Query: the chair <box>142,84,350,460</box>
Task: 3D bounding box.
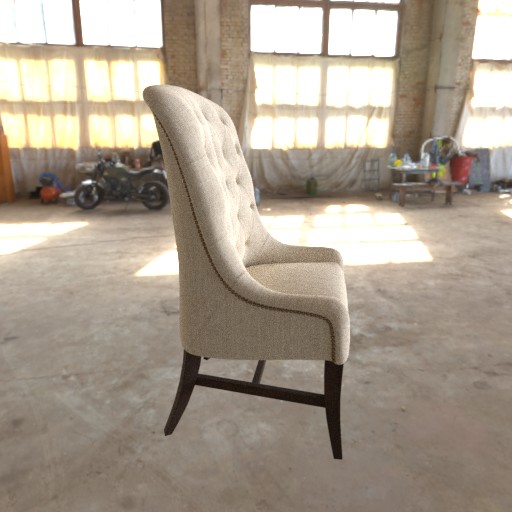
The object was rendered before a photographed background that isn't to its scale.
[{"bbox_3d":[0.000,0.000,1.509,0.629,1.091,0.634,3,16,9],"label":"chair"}]
